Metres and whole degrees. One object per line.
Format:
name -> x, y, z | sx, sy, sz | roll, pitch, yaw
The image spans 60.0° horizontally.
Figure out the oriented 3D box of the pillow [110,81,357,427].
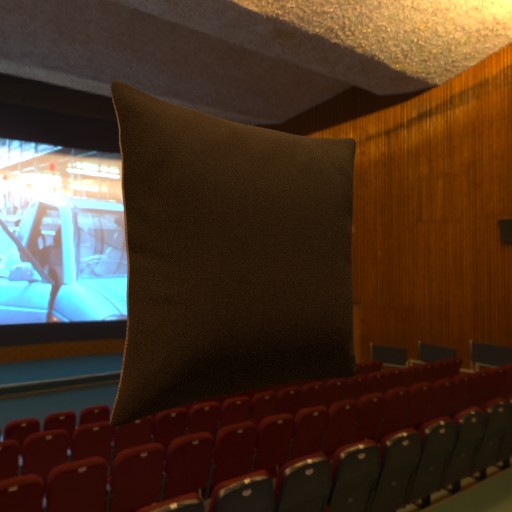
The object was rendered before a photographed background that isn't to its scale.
pillow -> 0.000, 0.000, 0.795 | 0.523, 0.506, 0.166 | 1, -2, -35
